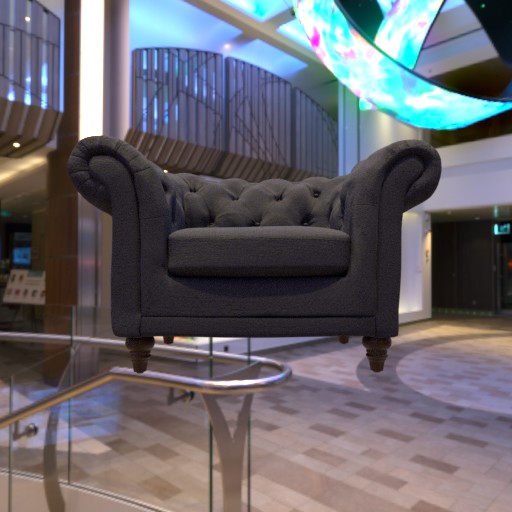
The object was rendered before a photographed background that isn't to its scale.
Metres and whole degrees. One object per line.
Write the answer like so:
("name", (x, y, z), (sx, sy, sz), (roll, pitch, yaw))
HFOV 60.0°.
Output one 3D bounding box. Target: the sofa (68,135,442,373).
("sofa", (0.000, 0.000, 2.058), (1.405, 0.878, 1.032), (0, -1, -1))
